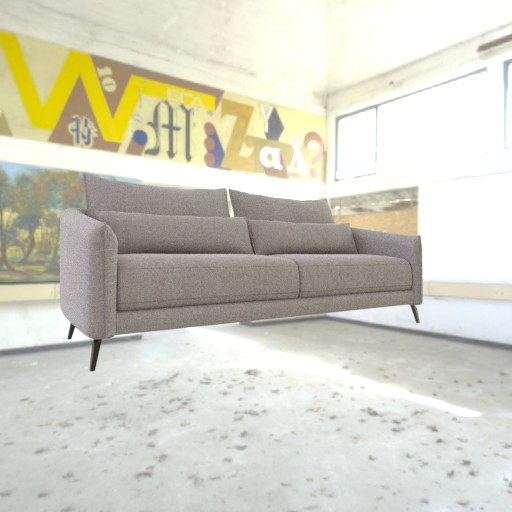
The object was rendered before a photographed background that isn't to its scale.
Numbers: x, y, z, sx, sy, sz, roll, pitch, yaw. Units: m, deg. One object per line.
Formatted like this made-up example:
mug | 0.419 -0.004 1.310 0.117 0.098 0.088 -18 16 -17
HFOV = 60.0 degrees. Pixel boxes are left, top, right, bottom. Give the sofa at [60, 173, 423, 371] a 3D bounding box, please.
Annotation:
sofa | 0.000 0.000 2.472 2.022 0.833 0.809 0 0 -36
